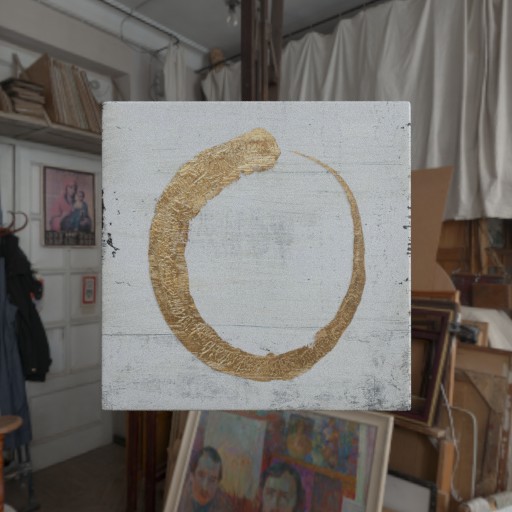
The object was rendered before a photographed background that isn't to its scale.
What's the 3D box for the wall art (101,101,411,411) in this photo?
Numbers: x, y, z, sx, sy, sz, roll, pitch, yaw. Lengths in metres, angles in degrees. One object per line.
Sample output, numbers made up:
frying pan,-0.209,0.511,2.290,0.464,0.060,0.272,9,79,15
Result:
wall art,0.000,0.000,0.894,0.610,0.611,0.040,0,0,0
